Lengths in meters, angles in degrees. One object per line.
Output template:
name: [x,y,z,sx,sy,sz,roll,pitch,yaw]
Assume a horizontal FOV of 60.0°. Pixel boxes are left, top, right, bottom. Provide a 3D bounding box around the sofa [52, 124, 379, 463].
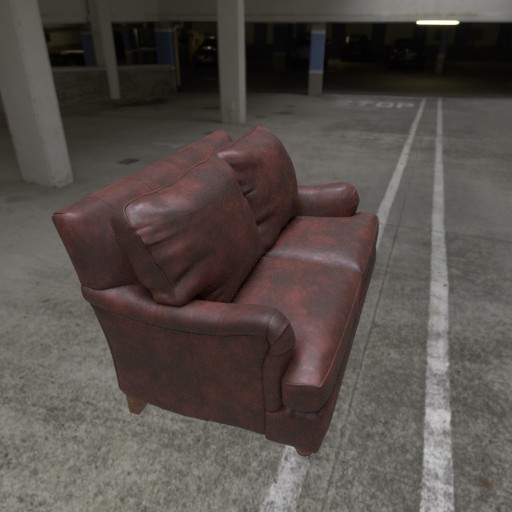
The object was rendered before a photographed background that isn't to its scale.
sofa: [0.000,0.000,2.351,1.148,1.070,1.628,10,30,18]
